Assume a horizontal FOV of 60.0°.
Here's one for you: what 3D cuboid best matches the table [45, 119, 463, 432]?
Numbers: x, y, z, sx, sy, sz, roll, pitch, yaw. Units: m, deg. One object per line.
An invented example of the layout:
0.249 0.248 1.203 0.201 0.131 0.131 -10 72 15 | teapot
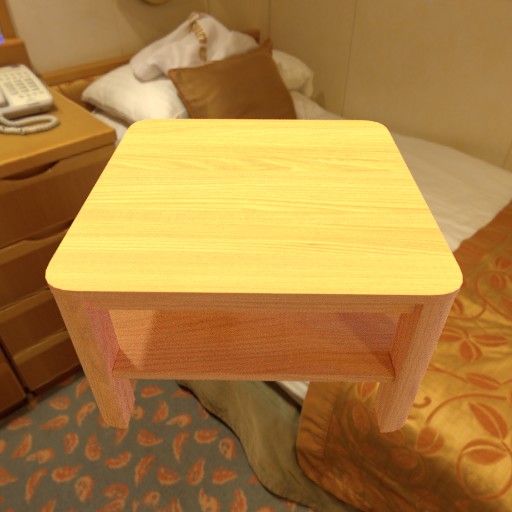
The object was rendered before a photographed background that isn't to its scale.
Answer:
0.000 0.000 1.186 0.750 0.450 0.750 1 39 1 | table
